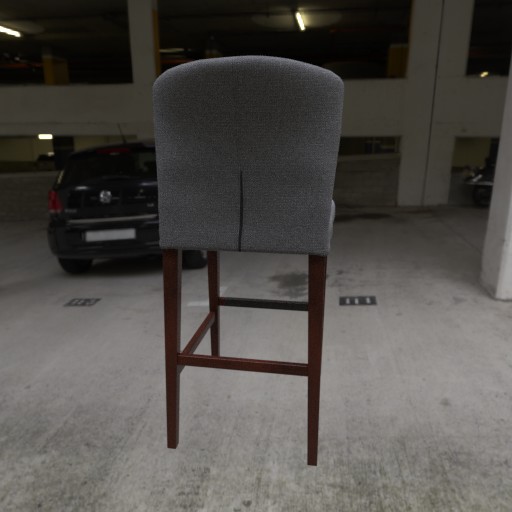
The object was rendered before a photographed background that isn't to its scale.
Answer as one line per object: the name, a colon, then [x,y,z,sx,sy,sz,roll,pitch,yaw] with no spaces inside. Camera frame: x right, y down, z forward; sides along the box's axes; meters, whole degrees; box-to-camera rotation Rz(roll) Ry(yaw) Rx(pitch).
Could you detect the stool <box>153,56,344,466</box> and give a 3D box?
stool: [0.000,0.000,1.382,0.486,1.069,0.568,3,16,9]
